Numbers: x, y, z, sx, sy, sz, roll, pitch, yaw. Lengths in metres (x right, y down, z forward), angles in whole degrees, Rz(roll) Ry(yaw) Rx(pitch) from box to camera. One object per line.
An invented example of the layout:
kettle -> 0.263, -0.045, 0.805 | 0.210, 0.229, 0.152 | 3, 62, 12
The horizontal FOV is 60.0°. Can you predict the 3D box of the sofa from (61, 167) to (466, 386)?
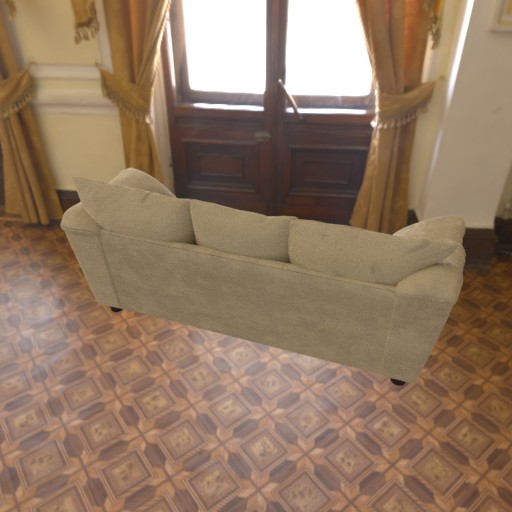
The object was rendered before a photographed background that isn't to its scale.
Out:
sofa -> 0.000, 0.000, 2.825 | 2.377, 0.981, 0.893 | 11, 34, 17
